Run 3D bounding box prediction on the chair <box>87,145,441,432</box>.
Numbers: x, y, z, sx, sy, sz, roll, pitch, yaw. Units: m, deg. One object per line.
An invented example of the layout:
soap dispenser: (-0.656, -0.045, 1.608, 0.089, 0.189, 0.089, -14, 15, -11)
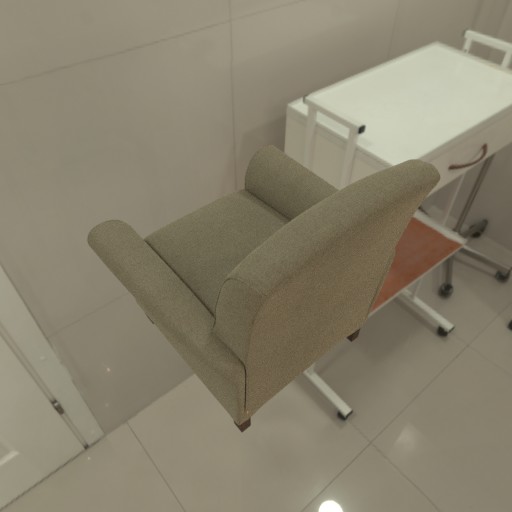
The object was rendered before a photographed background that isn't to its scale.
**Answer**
chair: (0.000, 0.000, 1.747, 0.978, 1.061, 0.905, -31, 54, -27)
